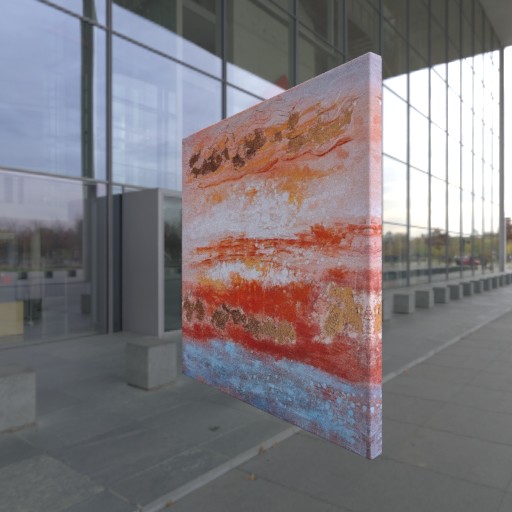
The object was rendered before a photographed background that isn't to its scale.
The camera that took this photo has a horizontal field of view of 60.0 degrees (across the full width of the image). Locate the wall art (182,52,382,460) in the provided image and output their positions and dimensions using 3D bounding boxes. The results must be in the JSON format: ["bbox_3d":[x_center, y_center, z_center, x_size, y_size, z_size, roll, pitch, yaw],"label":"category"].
[{"bbox_3d":[0.000,0.000,1.118,0.035,0.747,0.747,0,0,-36],"label":"wall art"}]
